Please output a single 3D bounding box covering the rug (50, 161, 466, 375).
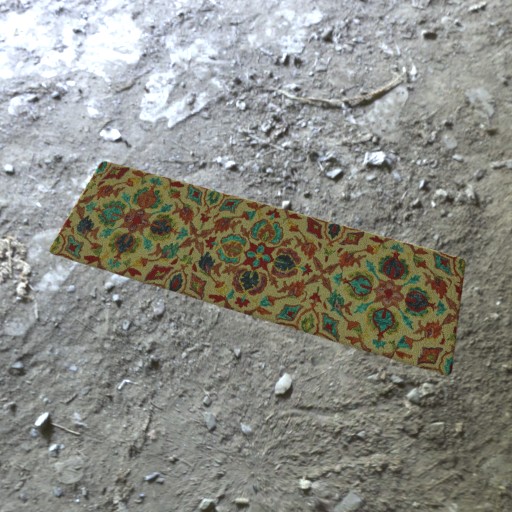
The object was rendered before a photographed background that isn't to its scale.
[{"bbox_3d":[0.000,0.000,2.514,2.273,0.016,0.693,16,65,8],"label":"rug"}]
